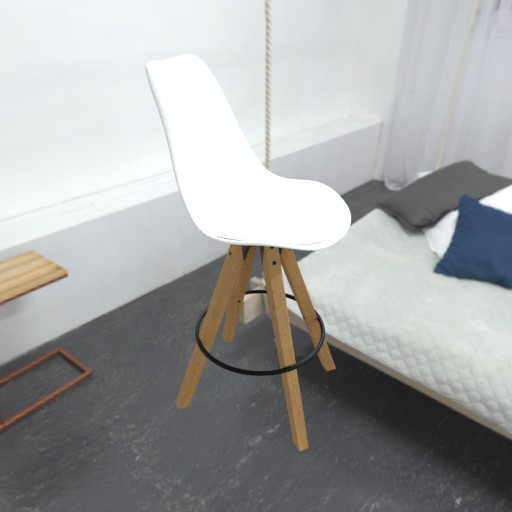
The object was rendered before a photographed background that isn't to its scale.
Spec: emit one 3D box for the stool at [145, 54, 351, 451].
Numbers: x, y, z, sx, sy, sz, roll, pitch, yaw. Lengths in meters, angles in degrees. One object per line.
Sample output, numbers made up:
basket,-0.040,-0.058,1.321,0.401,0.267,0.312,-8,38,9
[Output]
stool,0.000,0.000,1.382,0.549,1.115,0.482,12,32,19
